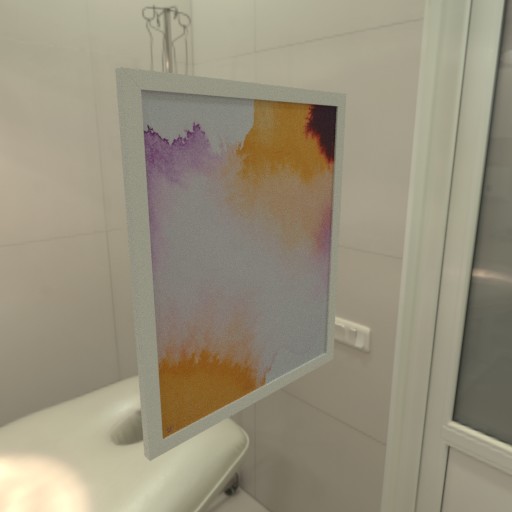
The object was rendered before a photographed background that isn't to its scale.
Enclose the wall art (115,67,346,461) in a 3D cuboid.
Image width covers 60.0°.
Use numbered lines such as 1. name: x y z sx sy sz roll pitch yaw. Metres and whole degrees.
1. wall art: 0.000 0.000 0.627 0.382 0.456 0.013 -14 20 -42
